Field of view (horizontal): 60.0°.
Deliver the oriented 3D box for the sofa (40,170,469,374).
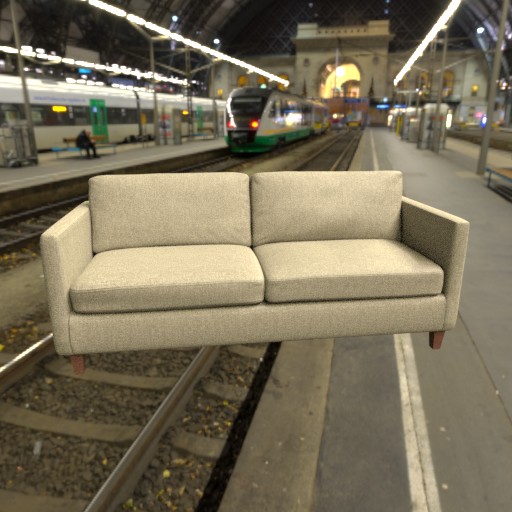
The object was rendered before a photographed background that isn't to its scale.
[{"bbox_3d":[0.000,0.000,2.712,2.208,0.960,0.956,-2,17,-7],"label":"sofa"}]
